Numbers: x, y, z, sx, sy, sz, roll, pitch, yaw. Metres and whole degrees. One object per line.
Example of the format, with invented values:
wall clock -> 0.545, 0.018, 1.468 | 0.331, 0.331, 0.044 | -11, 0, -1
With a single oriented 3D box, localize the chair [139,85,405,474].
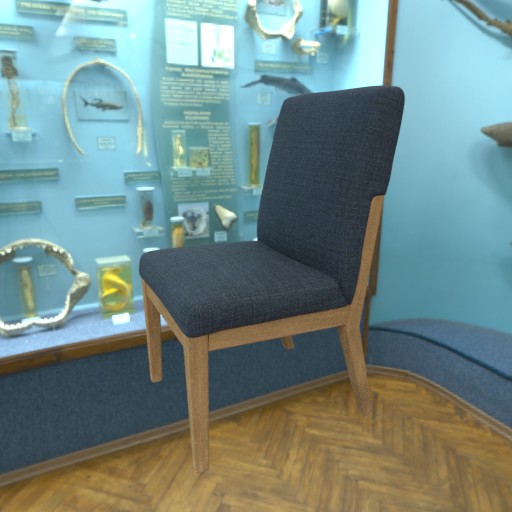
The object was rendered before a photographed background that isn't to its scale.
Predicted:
chair -> 0.000, 0.000, 1.271 | 0.586, 0.911, 0.507 | -8, 18, -25
